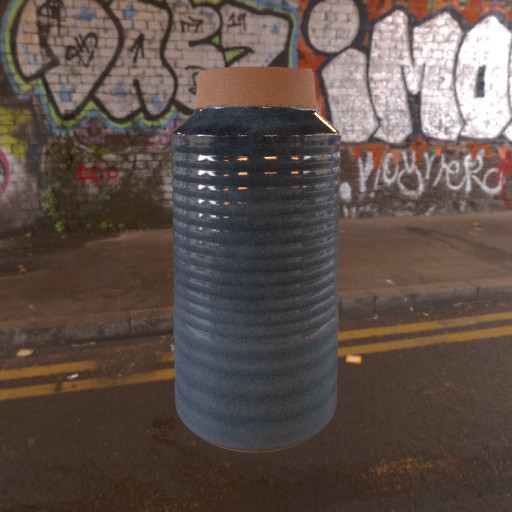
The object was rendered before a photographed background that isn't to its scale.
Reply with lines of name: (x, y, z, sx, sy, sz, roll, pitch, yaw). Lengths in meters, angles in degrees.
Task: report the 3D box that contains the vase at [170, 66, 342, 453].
vase: (0.000, 0.000, 0.413, 0.163, 0.316, 0.163, 0, 16, 0)
